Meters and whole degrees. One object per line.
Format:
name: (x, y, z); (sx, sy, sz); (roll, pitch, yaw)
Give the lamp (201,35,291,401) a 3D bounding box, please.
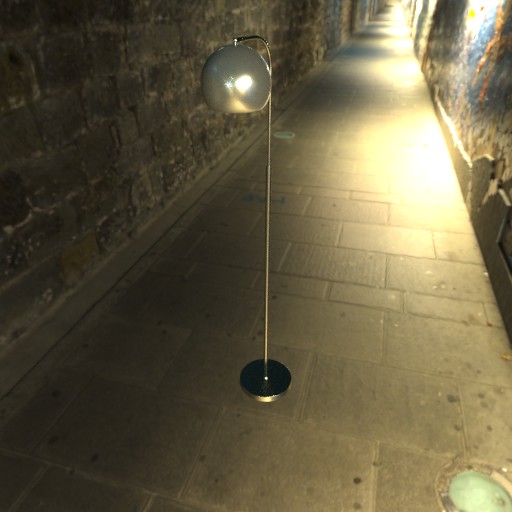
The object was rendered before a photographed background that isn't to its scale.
lamp: (0.000, 0.000, 1.702); (0.250, 1.526, 0.431); (17, 35, 26)
